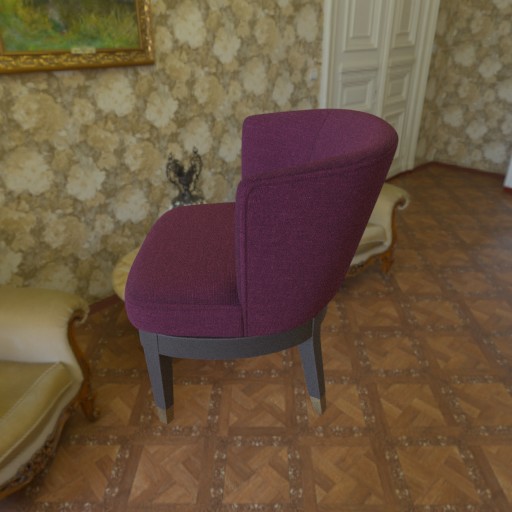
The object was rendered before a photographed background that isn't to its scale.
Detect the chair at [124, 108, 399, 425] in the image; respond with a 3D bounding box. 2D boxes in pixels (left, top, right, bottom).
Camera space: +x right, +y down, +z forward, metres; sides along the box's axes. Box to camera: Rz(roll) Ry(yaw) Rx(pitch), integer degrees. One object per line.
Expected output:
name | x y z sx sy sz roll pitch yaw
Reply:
chair | 0.000 0.000 1.274 0.660 0.760 0.700 0 27 -1
